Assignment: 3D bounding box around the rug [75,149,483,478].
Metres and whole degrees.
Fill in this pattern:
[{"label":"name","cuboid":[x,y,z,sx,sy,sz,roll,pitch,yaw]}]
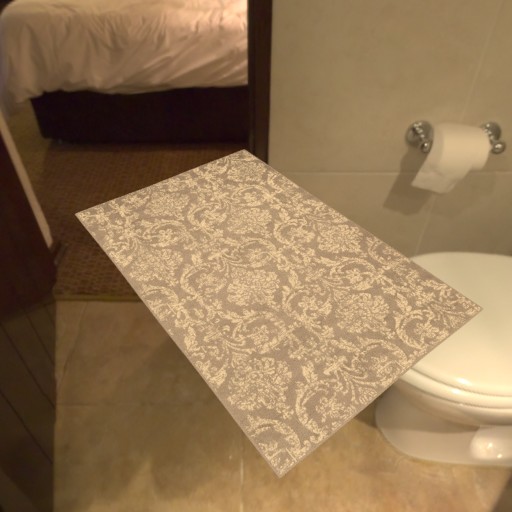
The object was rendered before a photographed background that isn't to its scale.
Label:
[{"label":"rug","cuboid":[0.000,0.000,3.423,1.819,0.018,2.746,-28,49,-27]}]
